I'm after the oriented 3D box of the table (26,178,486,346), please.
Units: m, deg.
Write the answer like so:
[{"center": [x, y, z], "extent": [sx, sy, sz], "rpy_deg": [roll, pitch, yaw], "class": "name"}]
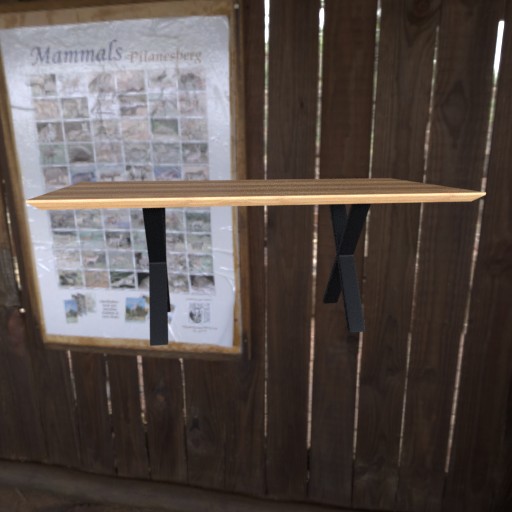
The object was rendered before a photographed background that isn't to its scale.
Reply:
[{"center": [0.000, 0.000, 2.472], "extent": [2.000, 0.770, 1.000], "rpy_deg": [-2, 14, -9], "class": "table"}]
